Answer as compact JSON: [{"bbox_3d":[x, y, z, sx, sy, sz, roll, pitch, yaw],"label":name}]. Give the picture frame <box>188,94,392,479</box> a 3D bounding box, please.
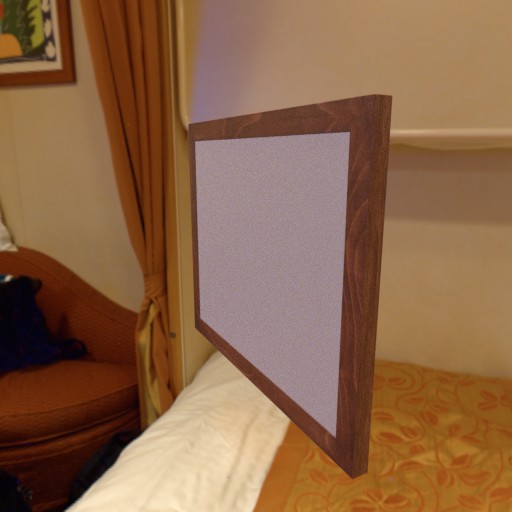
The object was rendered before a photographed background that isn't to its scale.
[{"bbox_3d":[0.000,0.000,0.749,0.025,0.457,0.559,-7,15,-27],"label":"picture frame"}]
